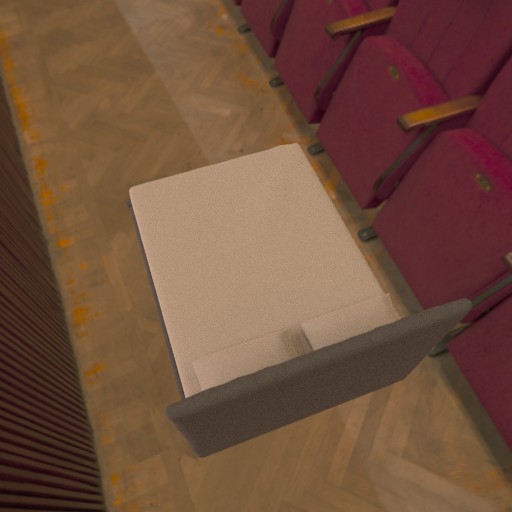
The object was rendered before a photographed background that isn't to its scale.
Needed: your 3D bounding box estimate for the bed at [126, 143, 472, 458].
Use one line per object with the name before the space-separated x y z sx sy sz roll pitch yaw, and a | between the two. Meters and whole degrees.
bed | 0.000 0.000 3.343 1.698 1.427 2.231 -17 60 -10
